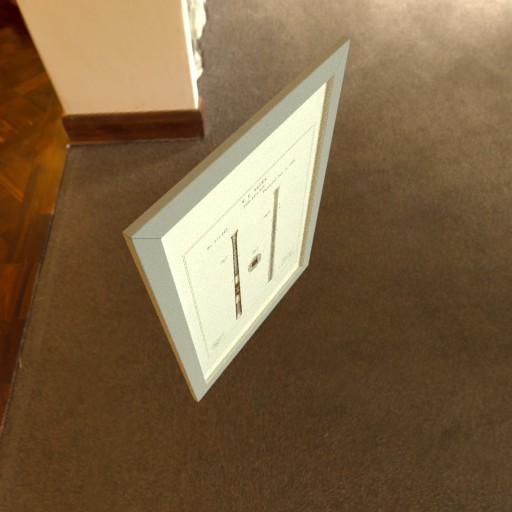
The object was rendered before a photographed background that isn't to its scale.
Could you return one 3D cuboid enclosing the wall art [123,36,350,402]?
[{"bbox_3d":[0.000,0.000,0.685,0.012,0.529,0.374,32,63,19],"label":"wall art"}]
